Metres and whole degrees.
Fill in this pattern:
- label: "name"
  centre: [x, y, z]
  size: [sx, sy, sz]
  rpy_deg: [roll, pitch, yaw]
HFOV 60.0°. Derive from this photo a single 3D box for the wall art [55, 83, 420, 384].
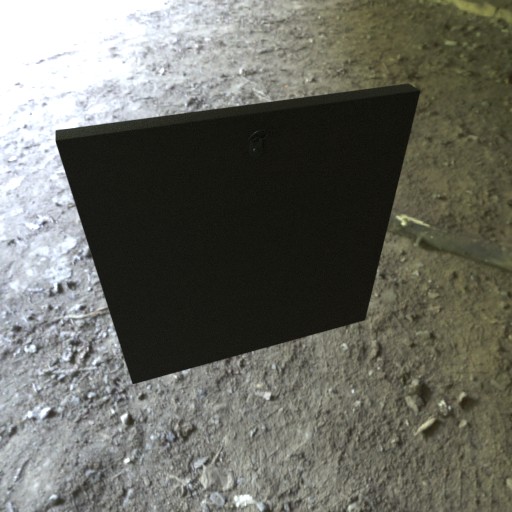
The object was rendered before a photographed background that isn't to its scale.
- label: "wall art"
  centre: [0.000, 0.000, 0.521]
  size: [0.349, 0.349, 0.038]
  rpy_deg: [-12, 42, -14]
